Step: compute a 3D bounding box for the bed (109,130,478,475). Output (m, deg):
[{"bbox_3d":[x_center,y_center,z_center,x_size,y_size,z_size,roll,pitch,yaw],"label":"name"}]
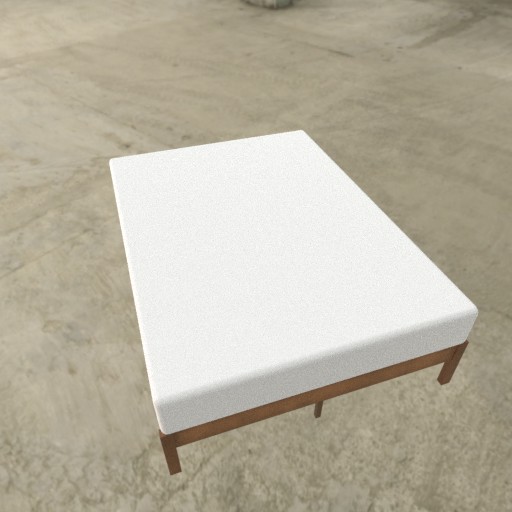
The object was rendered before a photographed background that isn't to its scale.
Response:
[{"bbox_3d":[0.000,0.000,2.772,1.529,0.593,2.050,-12,42,-14],"label":"bed"}]
